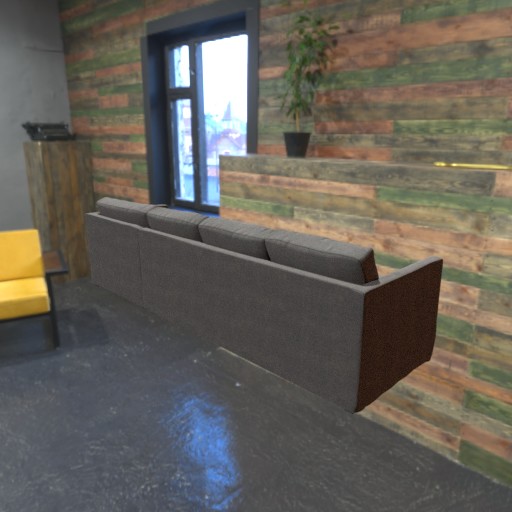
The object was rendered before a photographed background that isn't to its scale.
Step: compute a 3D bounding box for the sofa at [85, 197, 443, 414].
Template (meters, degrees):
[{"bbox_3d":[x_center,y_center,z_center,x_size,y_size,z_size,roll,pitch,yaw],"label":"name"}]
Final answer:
[{"bbox_3d":[0.000,0.000,3.907,1.650,0.922,3.205,-15,21,-43],"label":"sofa"}]
